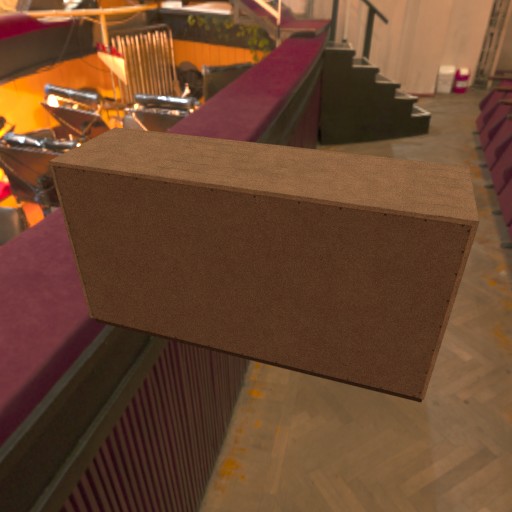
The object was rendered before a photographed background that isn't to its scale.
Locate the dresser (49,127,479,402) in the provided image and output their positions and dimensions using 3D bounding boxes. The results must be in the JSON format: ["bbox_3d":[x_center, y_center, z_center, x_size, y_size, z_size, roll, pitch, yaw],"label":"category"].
[{"bbox_3d":[0.000,0.000,2.029,1.628,0.889,0.483,10,35,15],"label":"dresser"}]
